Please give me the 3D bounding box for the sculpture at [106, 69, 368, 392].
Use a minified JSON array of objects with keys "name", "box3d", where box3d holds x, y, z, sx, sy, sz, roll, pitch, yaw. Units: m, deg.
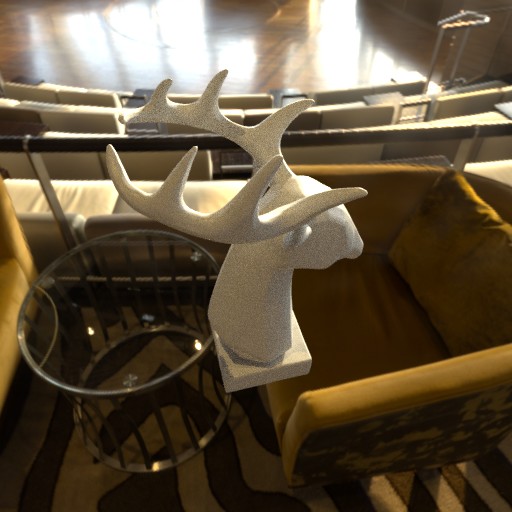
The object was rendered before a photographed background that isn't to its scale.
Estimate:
[{"name":"sculpture","box3d":[0.000,0.000,0.440,0.224,0.329,0.174,-10,46,-10]}]
